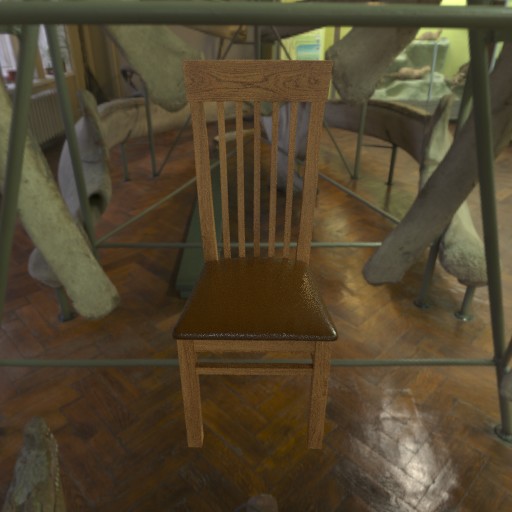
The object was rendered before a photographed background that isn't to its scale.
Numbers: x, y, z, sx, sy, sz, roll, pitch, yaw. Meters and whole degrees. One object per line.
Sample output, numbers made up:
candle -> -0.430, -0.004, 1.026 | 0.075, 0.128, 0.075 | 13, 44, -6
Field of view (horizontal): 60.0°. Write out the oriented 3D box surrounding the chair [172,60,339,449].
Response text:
chair -> 0.000, 0.000, 1.349 | 0.450, 1.050, 0.580 | 0, 29, 1
